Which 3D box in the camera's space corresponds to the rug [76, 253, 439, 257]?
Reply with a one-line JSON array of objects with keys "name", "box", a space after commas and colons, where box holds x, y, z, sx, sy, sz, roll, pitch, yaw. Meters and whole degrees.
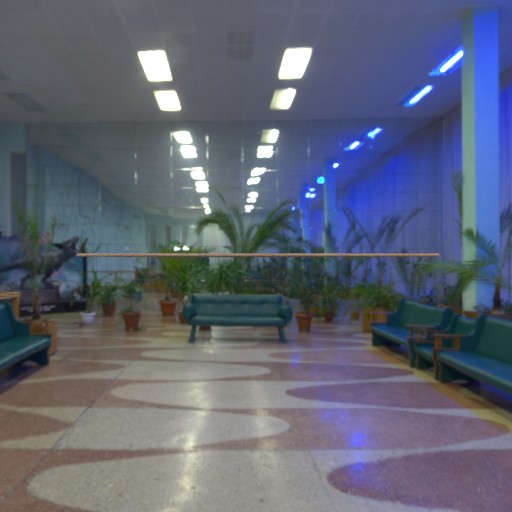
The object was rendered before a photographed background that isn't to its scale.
[{"name": "rug", "box": [0.000, 0.000, 3.118, 1.609, 0.015, 2.390, 0, 0, -1]}]
